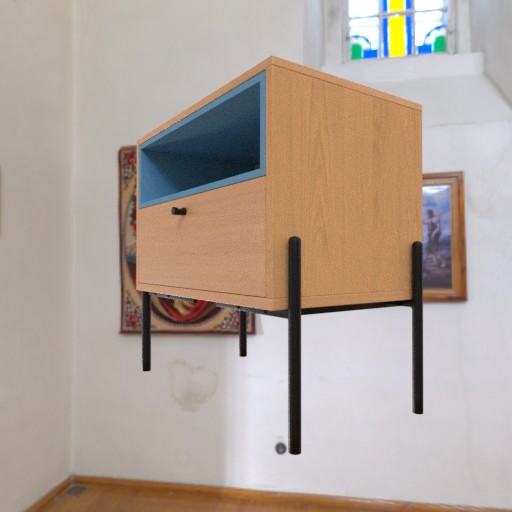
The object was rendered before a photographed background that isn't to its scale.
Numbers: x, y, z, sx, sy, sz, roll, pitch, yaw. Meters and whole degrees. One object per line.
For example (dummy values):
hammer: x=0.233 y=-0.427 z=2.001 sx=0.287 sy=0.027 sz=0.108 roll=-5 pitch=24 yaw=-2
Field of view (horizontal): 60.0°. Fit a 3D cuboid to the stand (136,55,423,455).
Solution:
stand: x=0.000 y=0.000 z=1.004 sx=0.400 sy=0.600 sz=0.630 roll=0 pitch=-1 yaw=-35
